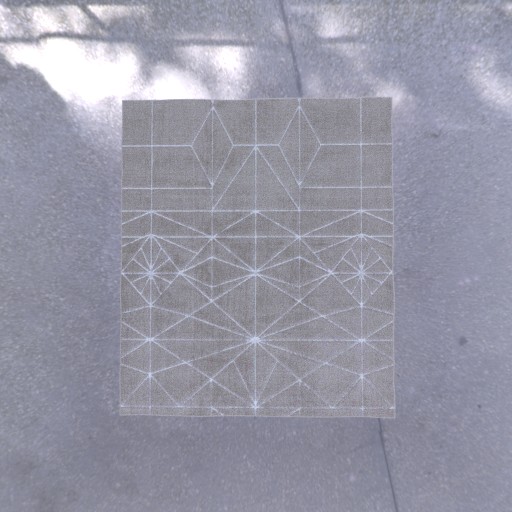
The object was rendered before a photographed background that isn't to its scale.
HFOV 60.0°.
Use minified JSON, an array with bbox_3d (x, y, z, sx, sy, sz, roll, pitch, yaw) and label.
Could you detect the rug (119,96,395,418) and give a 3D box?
[{"bbox_3d":[0.000,0.000,0.886,0.548,0.006,0.639,0,88,2],"label":"rug"}]
